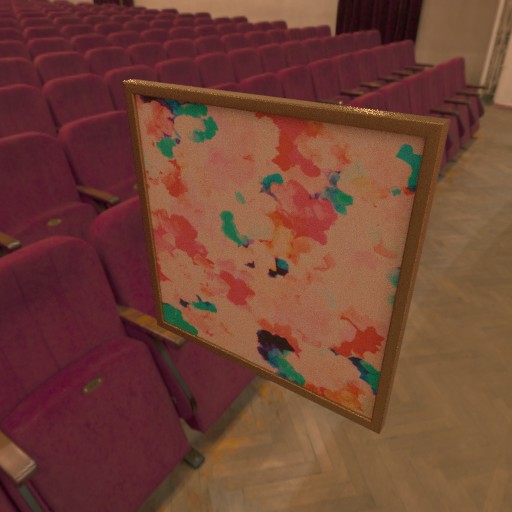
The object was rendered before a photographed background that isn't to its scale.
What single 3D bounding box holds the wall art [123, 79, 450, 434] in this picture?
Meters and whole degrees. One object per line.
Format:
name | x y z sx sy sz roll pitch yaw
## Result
wall art | 0.000 0.000 1.112 0.767 0.765 0.036 19 35 29
